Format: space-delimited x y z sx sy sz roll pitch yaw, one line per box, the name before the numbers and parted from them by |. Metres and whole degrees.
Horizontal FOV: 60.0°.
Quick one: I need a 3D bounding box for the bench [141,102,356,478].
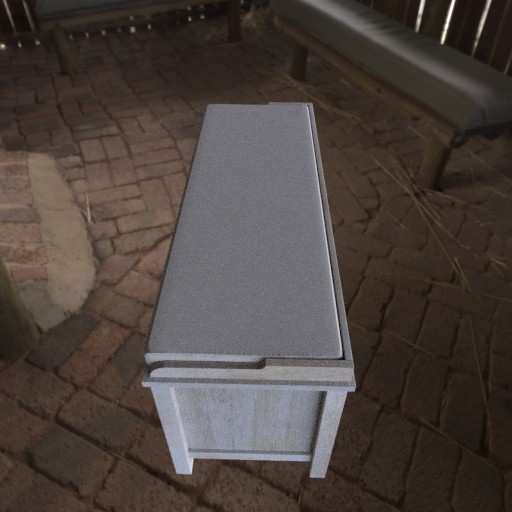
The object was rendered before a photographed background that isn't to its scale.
bench | 0.000 0.000 1.377 0.398 0.501 1.140 1 43 1
